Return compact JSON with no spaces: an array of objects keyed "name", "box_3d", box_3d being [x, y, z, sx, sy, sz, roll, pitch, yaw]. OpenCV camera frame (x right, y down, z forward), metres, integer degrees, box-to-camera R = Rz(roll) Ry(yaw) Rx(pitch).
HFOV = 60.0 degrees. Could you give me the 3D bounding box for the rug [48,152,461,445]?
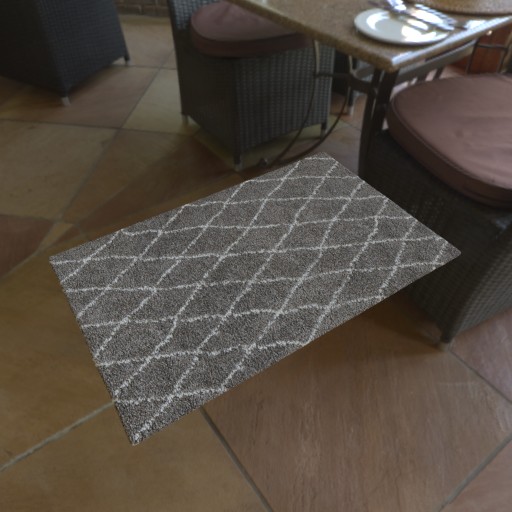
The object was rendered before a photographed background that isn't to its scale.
[{"name":"rug","box_3d":[0.000,0.000,3.076,2.438,0.030,1.524,-25,51,-22]}]
